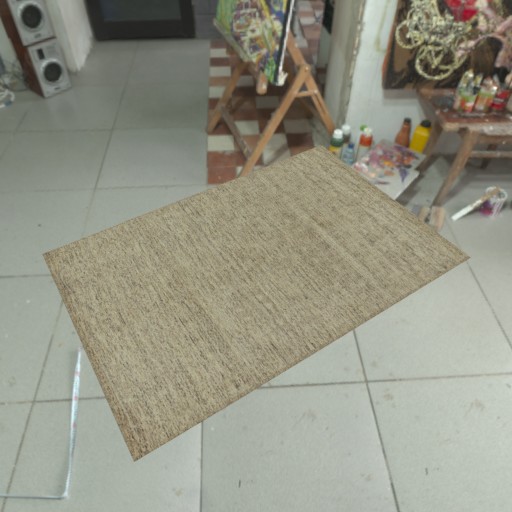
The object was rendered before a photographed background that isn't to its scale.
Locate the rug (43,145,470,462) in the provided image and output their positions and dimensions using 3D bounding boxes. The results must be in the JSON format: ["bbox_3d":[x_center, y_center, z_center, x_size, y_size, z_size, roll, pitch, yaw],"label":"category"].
[{"bbox_3d":[0.000,0.000,2.264,1.822,0.018,1.211,-26,52,-22],"label":"rug"}]
